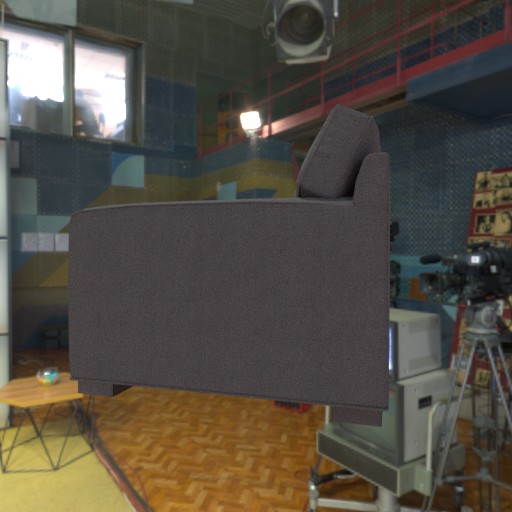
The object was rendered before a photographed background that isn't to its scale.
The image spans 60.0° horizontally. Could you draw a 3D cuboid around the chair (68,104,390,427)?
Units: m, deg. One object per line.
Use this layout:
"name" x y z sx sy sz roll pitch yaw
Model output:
"chair" 0.000 0.000 1.803 1.043 0.913 0.997 0 1 17
